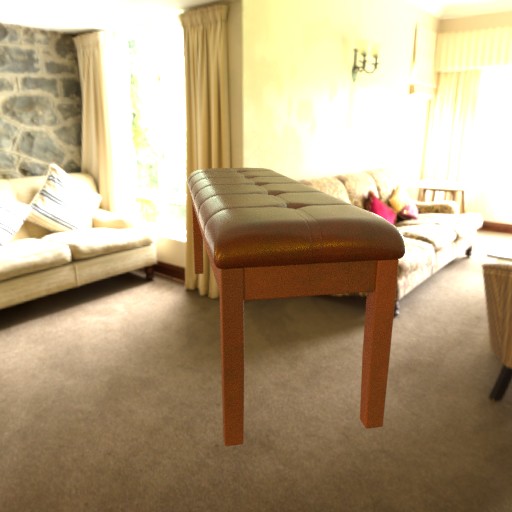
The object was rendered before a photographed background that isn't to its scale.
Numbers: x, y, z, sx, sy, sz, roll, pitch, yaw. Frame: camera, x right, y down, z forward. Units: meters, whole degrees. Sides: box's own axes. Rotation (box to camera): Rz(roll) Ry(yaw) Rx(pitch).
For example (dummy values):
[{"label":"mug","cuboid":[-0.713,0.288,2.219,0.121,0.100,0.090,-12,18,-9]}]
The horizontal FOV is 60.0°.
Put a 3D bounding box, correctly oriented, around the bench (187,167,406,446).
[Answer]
[{"label":"bench","cuboid":[0.000,0.000,1.502,0.401,0.491,1.259,-3,17,-10]}]
